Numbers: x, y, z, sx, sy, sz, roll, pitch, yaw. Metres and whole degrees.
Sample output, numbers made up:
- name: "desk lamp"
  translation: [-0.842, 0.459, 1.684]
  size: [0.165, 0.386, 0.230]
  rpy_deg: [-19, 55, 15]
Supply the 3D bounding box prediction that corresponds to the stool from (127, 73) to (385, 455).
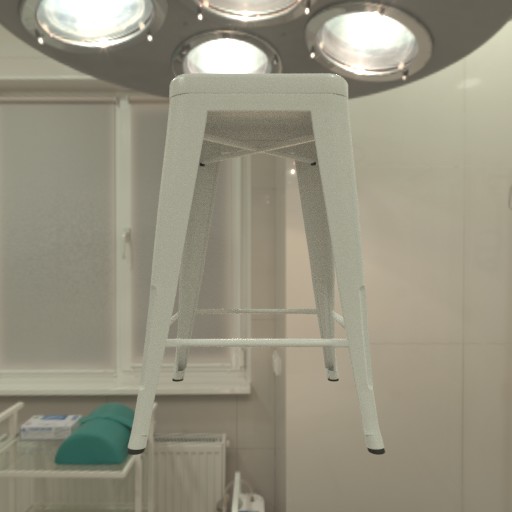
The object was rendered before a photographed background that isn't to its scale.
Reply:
- name: "stool"
  translation: [0.000, 0.000, 0.885]
  size: [0.406, 0.610, 0.406]
  rpy_deg: [0, 1, 0]
